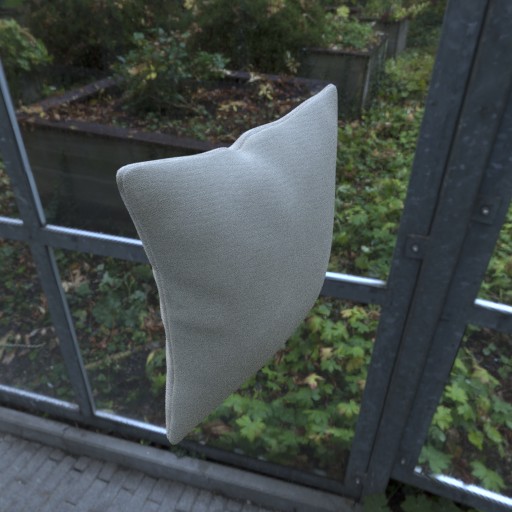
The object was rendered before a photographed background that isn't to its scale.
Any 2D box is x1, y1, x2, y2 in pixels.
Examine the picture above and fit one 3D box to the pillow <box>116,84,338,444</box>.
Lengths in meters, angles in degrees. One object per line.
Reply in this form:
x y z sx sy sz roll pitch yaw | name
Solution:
0.000 0.000 0.664 0.162 0.420 0.437 21 39 29 | pillow
